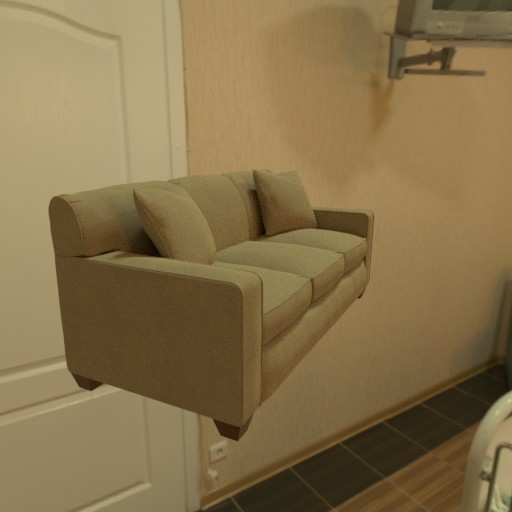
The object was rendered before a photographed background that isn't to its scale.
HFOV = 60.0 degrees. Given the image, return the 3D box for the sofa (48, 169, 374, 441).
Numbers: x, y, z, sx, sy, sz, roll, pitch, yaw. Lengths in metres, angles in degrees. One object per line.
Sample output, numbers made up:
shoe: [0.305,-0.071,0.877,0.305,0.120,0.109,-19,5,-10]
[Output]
sofa: [0.000,0.000,2.635,0.997,0.958,2.024,7,16,26]
